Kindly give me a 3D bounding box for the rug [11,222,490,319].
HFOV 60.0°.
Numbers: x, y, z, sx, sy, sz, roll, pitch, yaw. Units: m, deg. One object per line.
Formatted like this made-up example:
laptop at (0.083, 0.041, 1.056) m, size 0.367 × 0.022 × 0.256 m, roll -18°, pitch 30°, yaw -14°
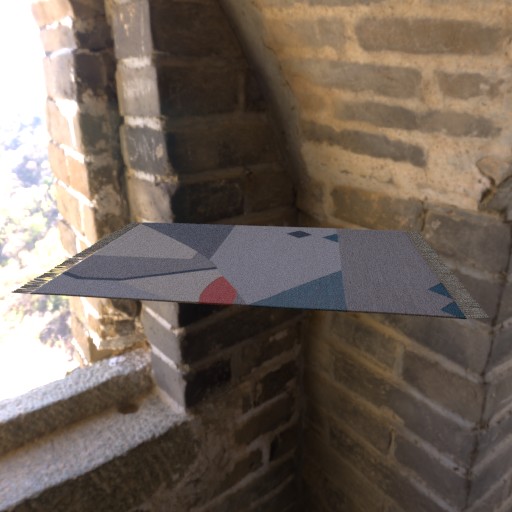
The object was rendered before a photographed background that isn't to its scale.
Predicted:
rug at (0.000, 0.000, 2.236) m, size 1.828 × 0.005 × 1.220 m, roll 2°, pitch 18°, yaw 7°
